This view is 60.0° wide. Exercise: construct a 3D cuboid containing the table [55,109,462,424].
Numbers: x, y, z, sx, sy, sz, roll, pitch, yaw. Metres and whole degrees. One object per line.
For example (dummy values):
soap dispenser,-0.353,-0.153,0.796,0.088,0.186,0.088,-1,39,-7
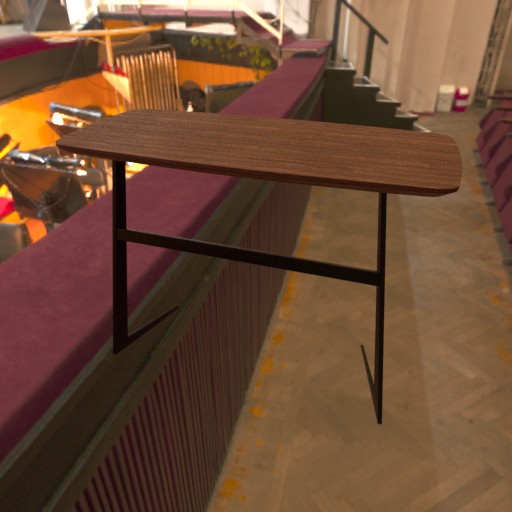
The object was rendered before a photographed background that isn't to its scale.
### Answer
table,0.000,0.000,1.080,0.804,0.576,0.361,10,32,16
